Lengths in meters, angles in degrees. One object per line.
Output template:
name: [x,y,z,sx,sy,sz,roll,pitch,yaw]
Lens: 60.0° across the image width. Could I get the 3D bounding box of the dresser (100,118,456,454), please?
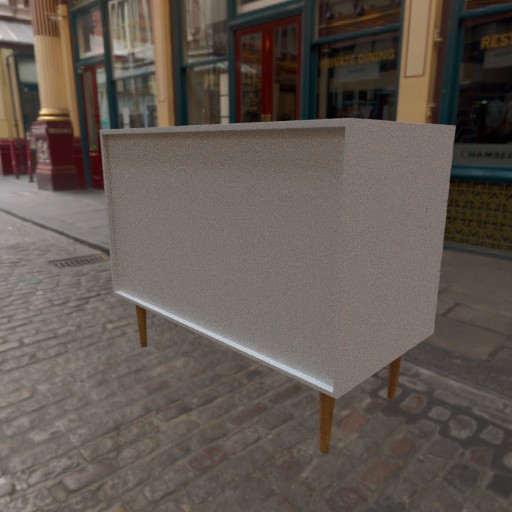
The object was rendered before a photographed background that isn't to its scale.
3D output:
dresser: [0.000,0.000,1.302,0.905,0.721,0.457,14,20,43]
